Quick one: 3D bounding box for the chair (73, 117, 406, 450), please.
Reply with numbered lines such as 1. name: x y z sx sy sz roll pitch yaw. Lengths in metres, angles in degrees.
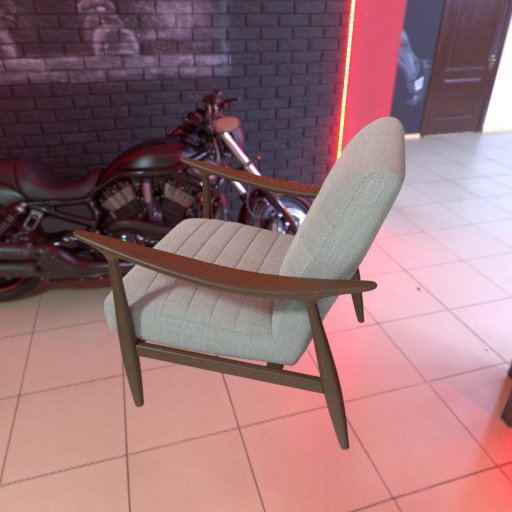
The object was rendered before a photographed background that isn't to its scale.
1. chair: 0.000 0.000 1.424 0.798 0.832 0.741 8 31 14
